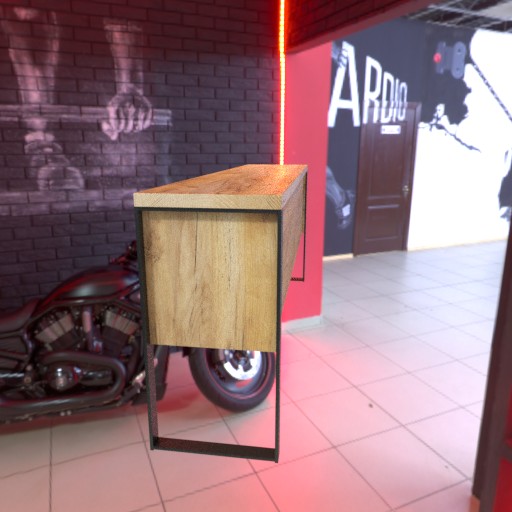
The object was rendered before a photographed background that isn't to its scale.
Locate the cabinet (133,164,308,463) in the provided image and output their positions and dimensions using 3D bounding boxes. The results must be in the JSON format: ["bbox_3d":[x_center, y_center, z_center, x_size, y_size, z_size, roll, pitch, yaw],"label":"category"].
[{"bbox_3d":[0.000,0.000,2.065,0.395,0.762,1.800,2,14,8],"label":"cabinet"}]
